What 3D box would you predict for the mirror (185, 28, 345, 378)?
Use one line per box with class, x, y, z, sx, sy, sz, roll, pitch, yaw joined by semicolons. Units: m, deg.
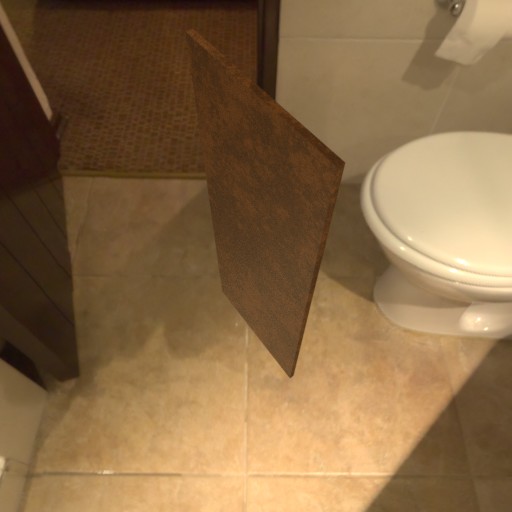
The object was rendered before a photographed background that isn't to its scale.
mirror;0.000;0.000;2.284;0.032;2.031;0.812;-32;63;-18
